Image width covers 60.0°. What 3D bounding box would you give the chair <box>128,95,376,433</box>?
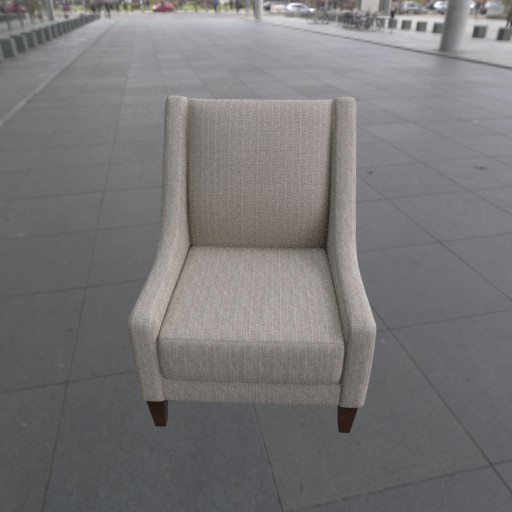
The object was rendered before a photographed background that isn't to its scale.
[{"bbox_3d":[0.000,0.000,1.670,0.774,1.014,0.870,1,30,2],"label":"chair"}]
